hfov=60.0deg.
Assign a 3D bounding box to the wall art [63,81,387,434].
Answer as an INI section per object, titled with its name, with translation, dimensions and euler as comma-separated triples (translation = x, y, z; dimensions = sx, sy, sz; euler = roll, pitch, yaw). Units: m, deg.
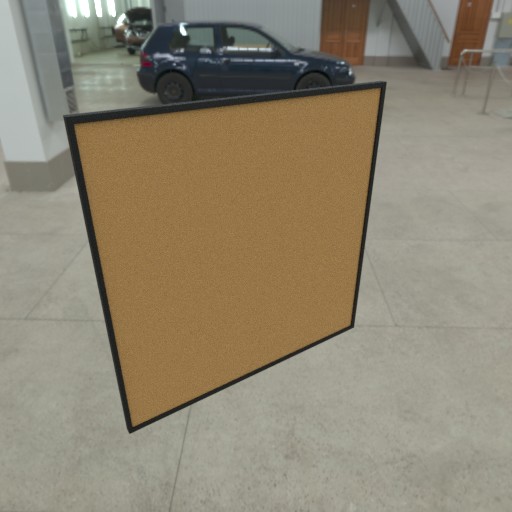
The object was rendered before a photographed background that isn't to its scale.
[wall art]
translation = 0.000, 0.000, 0.662
dimensions = 0.458, 0.457, 0.013
euler = -18, 33, -29
